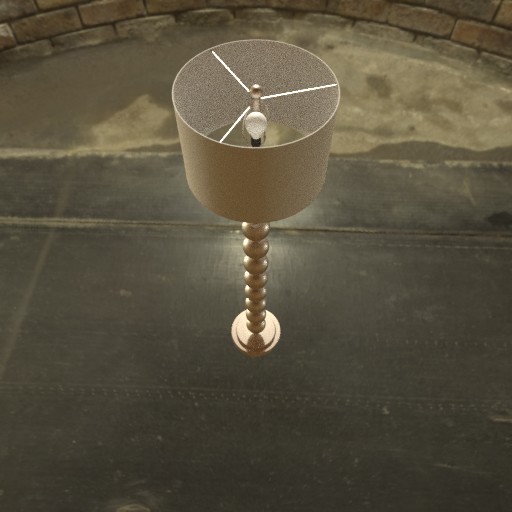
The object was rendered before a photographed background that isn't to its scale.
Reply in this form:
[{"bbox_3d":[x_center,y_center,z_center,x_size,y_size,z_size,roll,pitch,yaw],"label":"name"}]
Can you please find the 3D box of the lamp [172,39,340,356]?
[{"bbox_3d":[0.000,0.000,1.651,0.394,1.474,0.394,-32,63,-18],"label":"lamp"}]
